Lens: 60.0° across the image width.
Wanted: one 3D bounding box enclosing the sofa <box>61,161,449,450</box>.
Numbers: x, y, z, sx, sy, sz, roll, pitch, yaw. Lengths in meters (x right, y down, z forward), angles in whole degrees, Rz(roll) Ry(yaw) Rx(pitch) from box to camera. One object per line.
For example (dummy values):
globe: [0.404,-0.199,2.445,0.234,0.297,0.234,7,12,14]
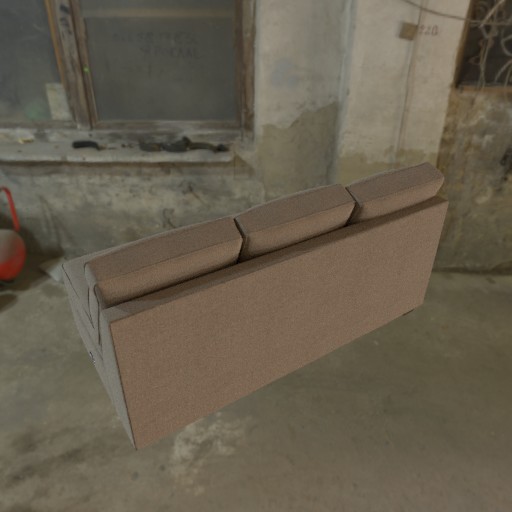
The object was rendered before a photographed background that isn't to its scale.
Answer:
sofa: [0.000,0.000,2.723,2.092,1.036,1.127,-19,36,-28]
